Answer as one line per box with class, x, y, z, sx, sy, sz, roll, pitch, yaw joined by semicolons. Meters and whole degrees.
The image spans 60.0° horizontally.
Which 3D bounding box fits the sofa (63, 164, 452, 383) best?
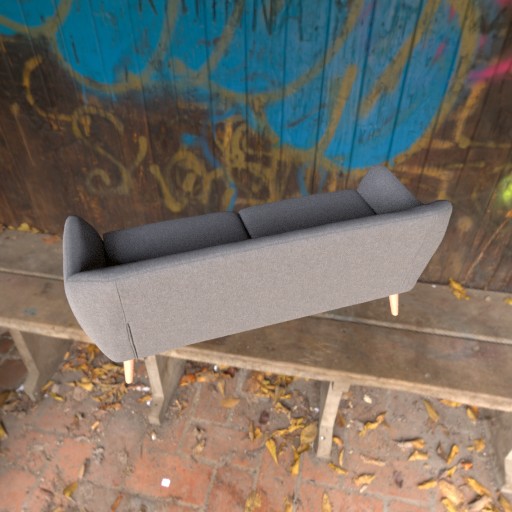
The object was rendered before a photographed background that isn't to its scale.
sofa;0.000;0.000;2.305;1.840;0.820;0.820;-12;42;-13
